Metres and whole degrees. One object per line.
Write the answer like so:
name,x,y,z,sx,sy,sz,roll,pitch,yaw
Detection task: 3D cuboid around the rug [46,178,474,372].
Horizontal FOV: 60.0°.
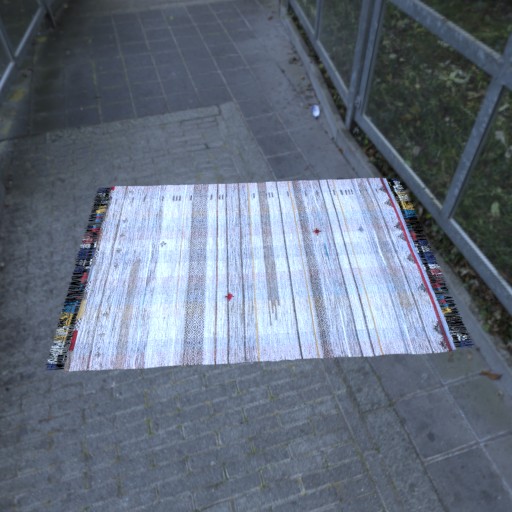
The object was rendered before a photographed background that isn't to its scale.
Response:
rug,0.000,0.000,2.275,1.848,0.012,1.217,-2,48,-2
